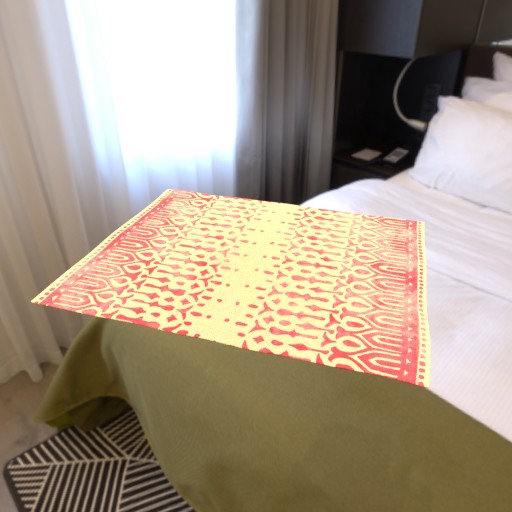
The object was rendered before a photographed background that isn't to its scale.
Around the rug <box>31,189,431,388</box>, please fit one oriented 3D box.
[{"bbox_3d":[0.000,0.000,4.192,3.095,0.016,2.441,9,33,15],"label":"rug"}]
